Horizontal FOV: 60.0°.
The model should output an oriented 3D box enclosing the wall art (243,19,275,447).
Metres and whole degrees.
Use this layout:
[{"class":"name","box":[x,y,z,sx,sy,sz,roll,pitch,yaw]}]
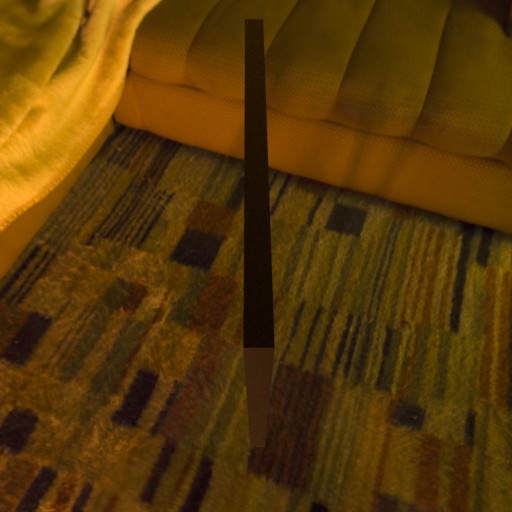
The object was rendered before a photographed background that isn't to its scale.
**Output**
[{"class":"wall art","box":[0.000,0.000,0.740,0.028,0.511,0.513,-1,58,0]}]
